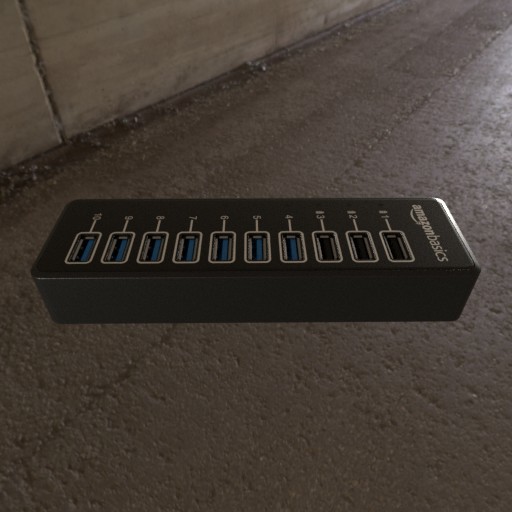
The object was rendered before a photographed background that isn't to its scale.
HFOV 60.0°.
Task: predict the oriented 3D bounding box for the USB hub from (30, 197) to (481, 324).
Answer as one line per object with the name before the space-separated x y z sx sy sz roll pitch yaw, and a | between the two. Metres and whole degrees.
USB hub | 0.000 0.000 0.163 0.145 0.023 0.044 0 42 0
